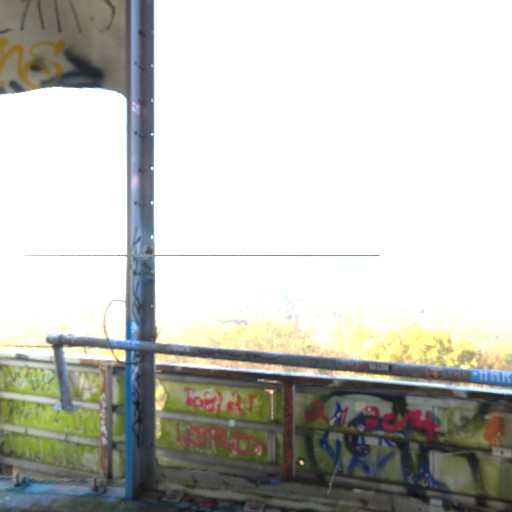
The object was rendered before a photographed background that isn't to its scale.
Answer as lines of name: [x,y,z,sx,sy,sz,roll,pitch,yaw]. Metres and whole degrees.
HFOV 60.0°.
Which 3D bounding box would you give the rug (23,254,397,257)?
rug: [0.000,0.000,4.008,2.353,0.014,2.945,0,0,19]
